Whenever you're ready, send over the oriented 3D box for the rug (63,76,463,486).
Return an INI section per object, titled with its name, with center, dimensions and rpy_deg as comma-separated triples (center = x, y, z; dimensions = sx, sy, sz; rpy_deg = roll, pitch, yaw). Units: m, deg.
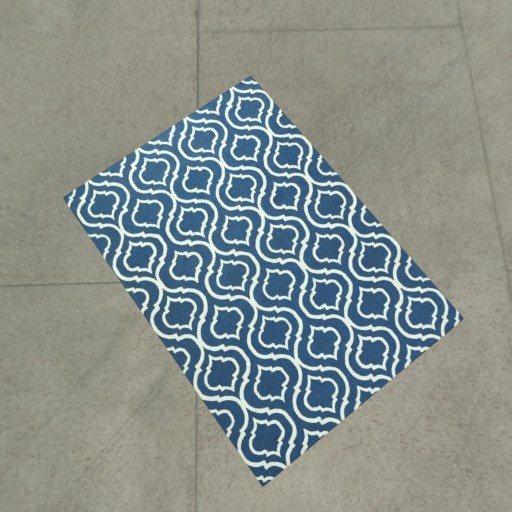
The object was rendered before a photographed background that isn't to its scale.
[rug]
center = 0.000, 0.000, 2.766
dimensions = 1.524, 0.010, 2.134
rpy_deg = -36, 78, -9
